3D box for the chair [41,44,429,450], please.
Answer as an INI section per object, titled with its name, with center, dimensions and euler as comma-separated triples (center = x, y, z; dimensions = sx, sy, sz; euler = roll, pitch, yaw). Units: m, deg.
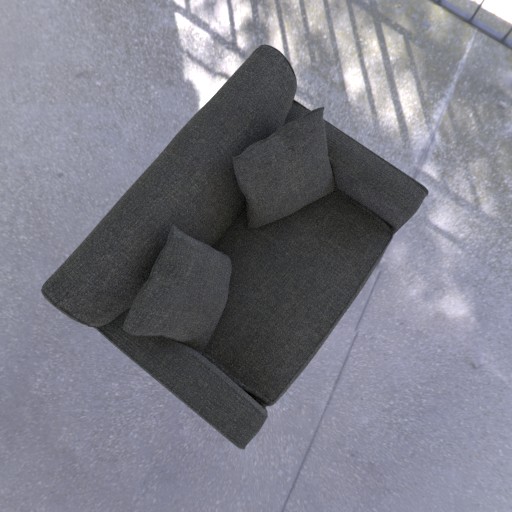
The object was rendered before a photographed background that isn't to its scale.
[chair]
center = 0.000, 0.000, 2.078
dimensions = 1.000, 0.948, 1.383
euler = 37, 78, 9
